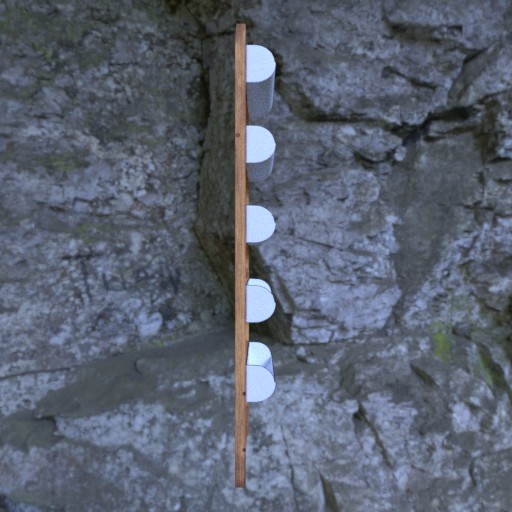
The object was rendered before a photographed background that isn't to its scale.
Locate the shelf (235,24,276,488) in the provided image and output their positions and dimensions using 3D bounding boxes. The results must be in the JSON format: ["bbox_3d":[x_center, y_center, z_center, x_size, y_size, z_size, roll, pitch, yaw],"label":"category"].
[{"bbox_3d":[0.000,0.000,1.755,0.141,1.600,0.454,0,0,1],"label":"shelf"}]
